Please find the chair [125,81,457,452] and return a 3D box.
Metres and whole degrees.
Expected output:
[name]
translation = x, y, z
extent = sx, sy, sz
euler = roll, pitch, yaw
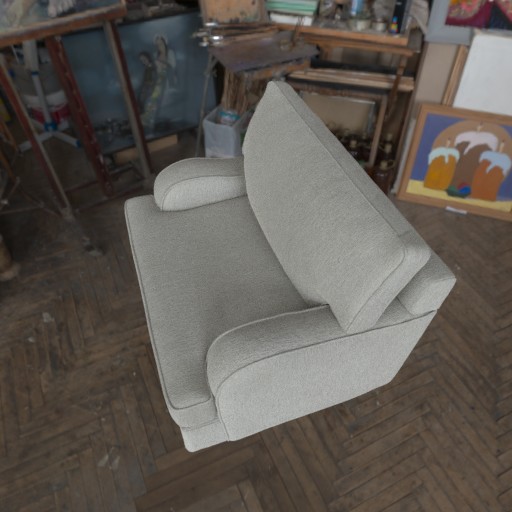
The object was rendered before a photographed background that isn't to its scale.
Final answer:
[chair]
translation = 0.000, 0.000, 1.973
extent = 1.041, 1.016, 1.220
euler = -14, 48, -13
